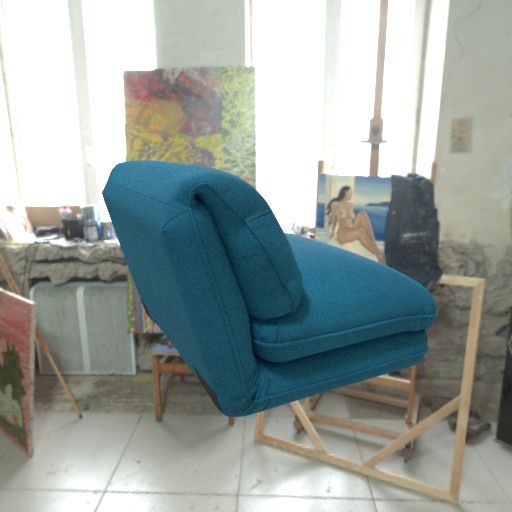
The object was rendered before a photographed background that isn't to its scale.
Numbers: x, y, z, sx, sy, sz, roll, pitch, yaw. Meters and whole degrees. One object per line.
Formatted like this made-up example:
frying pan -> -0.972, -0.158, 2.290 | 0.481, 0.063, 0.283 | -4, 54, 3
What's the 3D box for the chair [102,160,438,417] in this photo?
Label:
chair -> 0.000, 0.000, 1.379 | 0.780, 0.580, 0.820 | -7, 16, -26
